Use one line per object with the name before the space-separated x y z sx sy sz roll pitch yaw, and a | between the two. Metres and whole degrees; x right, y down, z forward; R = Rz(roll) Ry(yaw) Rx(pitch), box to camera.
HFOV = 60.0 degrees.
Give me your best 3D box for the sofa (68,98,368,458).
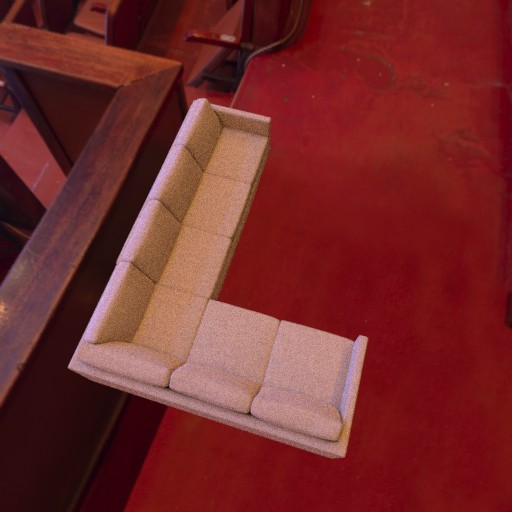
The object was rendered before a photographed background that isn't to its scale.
sofa | 0.000 0.000 4.488 2.432 0.863 3.182 15 66 7
